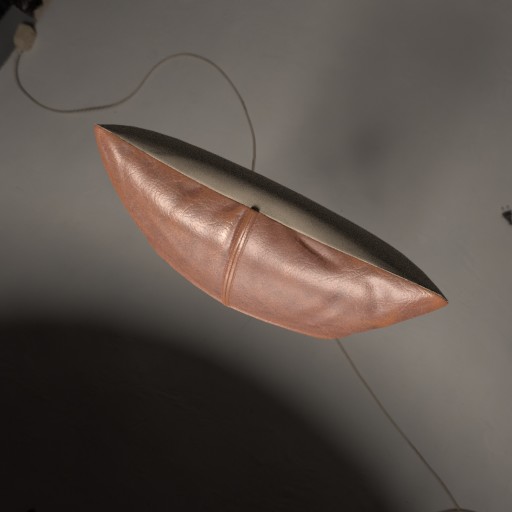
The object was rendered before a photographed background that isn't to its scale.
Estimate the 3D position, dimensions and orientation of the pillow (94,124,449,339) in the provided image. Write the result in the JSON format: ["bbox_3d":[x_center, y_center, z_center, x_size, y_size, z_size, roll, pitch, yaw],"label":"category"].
[{"bbox_3d":[0.000,0.000,0.741,0.484,0.470,0.192,27,79,6],"label":"pillow"}]
